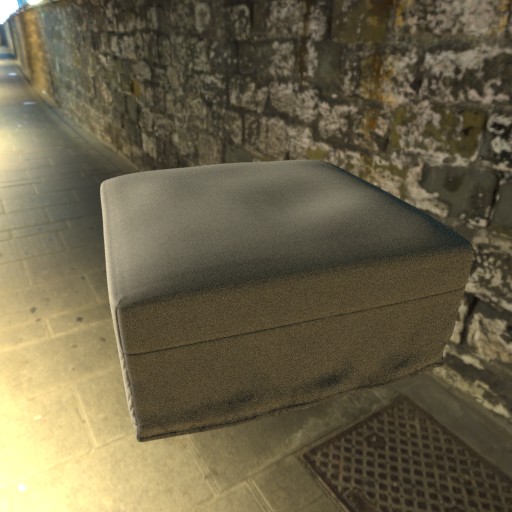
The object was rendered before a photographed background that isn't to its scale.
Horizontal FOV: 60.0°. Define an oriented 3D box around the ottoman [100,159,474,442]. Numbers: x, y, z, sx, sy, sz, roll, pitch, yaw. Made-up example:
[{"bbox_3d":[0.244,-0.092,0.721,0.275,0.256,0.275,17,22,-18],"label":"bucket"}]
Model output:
[{"bbox_3d":[0.000,0.000,1.328,0.840,0.436,0.843,-9,28,-17],"label":"ottoman"}]
